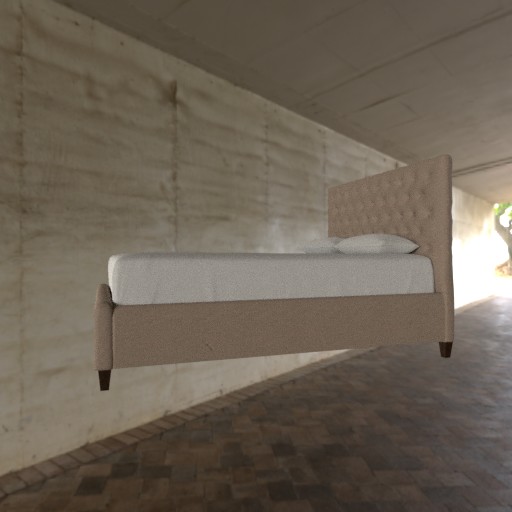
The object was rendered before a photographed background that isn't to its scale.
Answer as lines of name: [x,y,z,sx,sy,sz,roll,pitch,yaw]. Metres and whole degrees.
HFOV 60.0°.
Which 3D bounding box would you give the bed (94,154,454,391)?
bed: [0.000,0.000,3.504,2.387,1.427,1.698,0,0,-19]
